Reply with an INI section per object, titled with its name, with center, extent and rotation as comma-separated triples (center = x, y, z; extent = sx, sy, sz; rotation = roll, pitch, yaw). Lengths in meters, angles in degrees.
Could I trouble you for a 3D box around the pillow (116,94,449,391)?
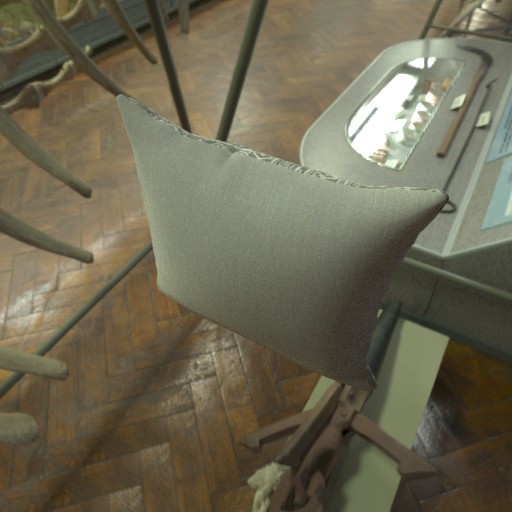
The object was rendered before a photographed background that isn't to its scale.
[pillow]
center = 0.000, 0.000, 0.803
extent = 0.546, 0.487, 0.180
rotation = 22, 49, 21
